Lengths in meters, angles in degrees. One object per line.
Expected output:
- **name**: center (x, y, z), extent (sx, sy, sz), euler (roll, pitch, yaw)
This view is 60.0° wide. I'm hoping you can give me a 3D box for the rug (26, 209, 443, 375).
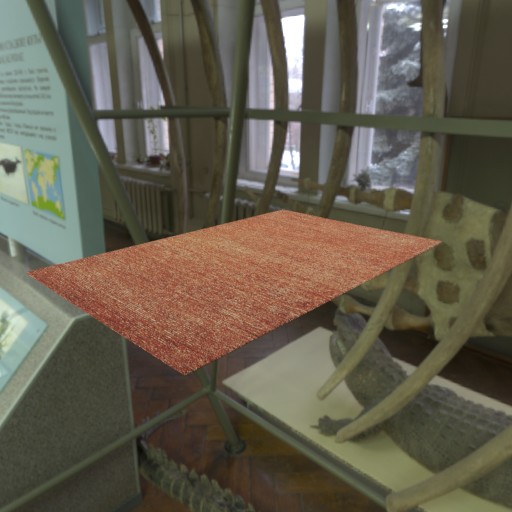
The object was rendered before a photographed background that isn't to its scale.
- **rug**: center (0.000, 0.000, 2.179), extent (1.139, 0.011, 1.747), euler (17, 25, 41)
